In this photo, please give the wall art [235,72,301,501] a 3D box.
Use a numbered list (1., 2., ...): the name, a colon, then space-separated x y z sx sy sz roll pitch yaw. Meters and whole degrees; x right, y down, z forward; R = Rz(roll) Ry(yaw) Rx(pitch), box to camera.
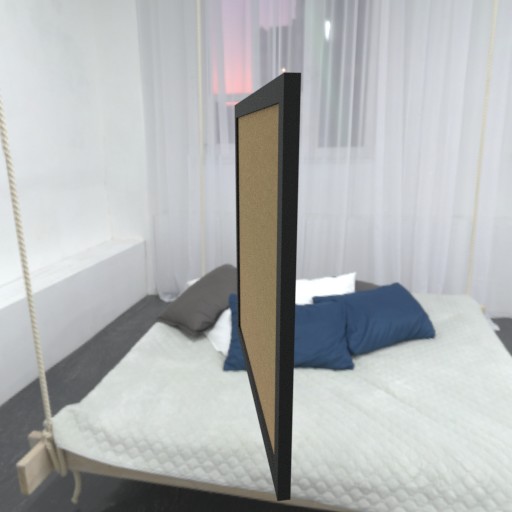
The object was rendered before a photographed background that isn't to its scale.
1. wall art: 0.000 0.000 0.520 0.012 0.357 0.358 -2 16 -8
